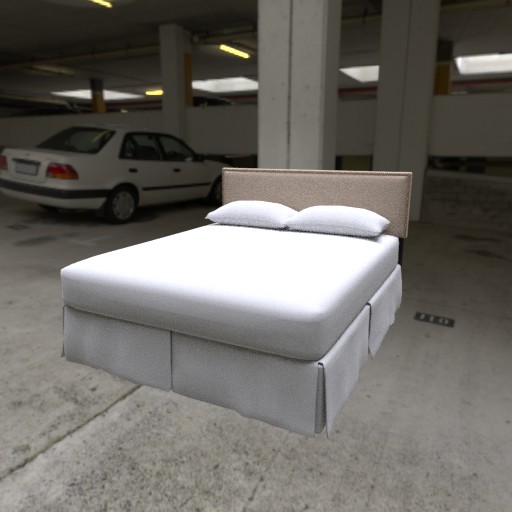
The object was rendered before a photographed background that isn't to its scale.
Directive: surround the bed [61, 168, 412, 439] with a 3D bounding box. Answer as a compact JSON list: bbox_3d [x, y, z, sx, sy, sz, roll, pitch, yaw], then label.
[{"bbox_3d":[0.000,0.000,2.865,1.616,1.016,1.876,7,15,26],"label":"bed"}]
